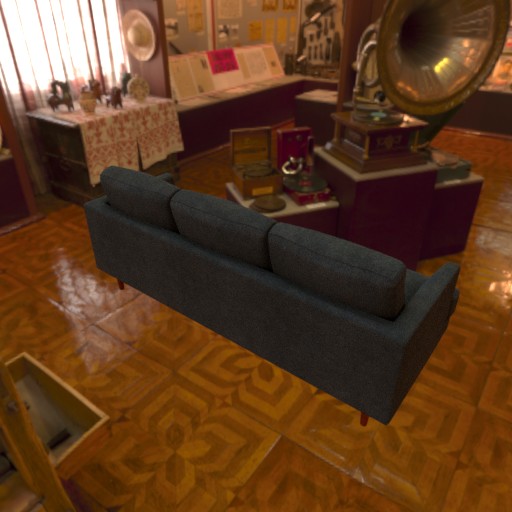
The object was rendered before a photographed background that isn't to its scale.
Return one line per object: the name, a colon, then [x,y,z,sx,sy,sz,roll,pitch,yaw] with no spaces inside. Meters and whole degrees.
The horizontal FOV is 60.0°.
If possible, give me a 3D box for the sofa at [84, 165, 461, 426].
sofa: [0.000,0.000,2.765,2.246,0.930,0.903,22,37,32]
